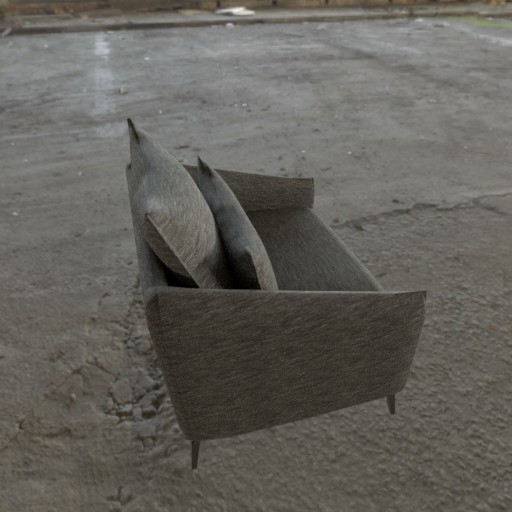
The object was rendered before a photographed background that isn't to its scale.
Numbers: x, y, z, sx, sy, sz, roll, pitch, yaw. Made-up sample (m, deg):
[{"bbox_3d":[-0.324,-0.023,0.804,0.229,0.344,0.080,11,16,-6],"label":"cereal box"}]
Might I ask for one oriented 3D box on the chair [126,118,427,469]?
[{"bbox_3d":[0.000,0.000,1.593,0.805,0.842,1.004,-9,35,-14],"label":"chair"}]
